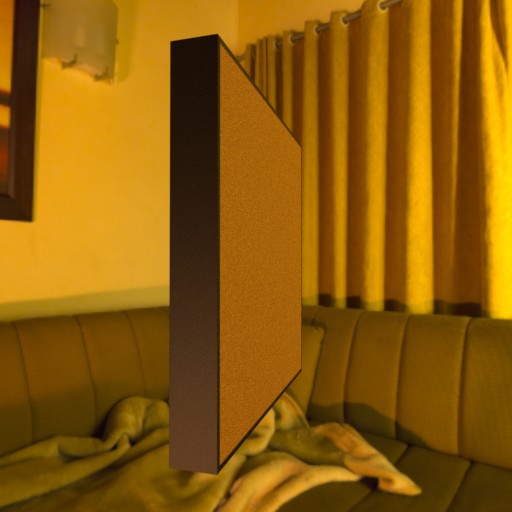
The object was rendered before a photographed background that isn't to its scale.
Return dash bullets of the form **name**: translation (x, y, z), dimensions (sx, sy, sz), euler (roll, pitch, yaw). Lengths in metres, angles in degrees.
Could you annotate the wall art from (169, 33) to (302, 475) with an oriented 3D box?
- **wall art**: translation (0.000, 0.000, 0.455), dimensions (0.037, 0.303, 0.304), euler (0, -1, 17)
